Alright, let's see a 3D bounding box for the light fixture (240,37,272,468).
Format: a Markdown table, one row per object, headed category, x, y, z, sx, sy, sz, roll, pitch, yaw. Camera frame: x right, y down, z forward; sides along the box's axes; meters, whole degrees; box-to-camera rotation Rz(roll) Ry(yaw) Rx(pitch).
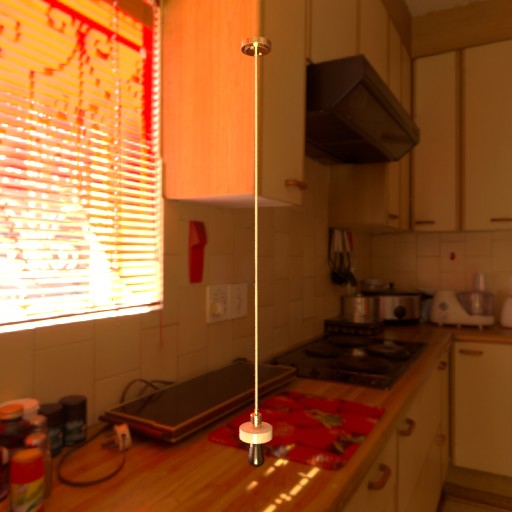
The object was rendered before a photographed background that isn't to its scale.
| category | x | y | z | sx | sy | sz | roll | pitch | yaw |
| --- | --- | --- | --- | --- | --- | --- | --- | --- | --- |
| light fixture | 0.000 | 0.000 | 1.746 | 0.129 | 1.669 | 0.129 | 0 | 0 | 0 |
